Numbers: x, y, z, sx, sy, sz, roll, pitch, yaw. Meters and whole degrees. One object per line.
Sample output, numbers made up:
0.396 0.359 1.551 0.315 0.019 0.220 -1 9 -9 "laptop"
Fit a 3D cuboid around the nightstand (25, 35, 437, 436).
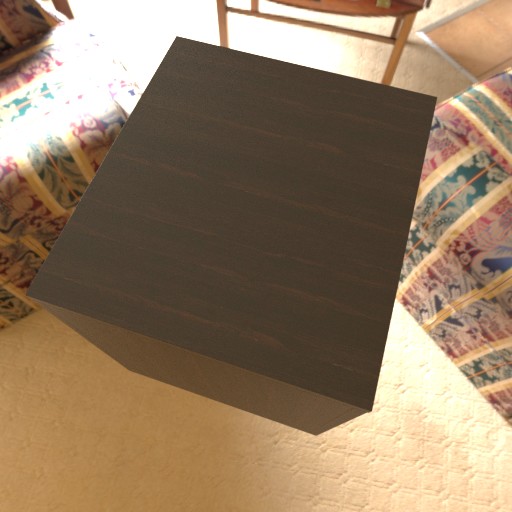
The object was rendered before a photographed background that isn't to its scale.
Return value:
0.000 0.000 0.777 0.400 0.460 0.461 17 66 8 "nightstand"
